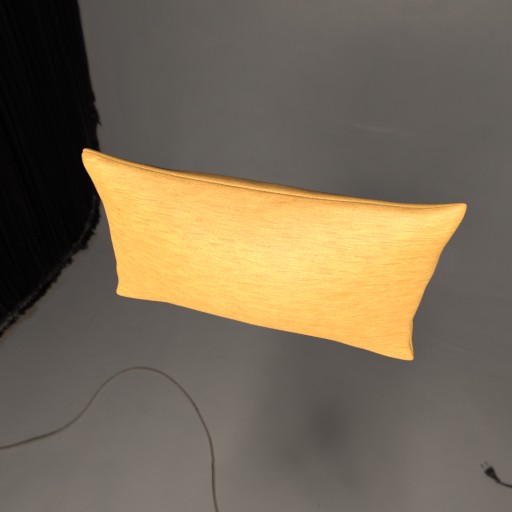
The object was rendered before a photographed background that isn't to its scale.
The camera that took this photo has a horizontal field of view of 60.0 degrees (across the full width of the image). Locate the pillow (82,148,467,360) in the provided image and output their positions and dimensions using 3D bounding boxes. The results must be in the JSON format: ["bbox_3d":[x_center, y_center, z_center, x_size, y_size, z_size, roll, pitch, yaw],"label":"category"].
[{"bbox_3d":[0.000,0.000,0.813,0.634,0.354,0.210,11,42,13],"label":"pillow"}]
